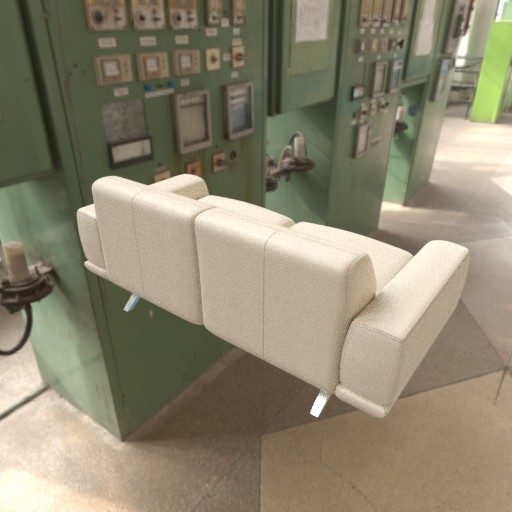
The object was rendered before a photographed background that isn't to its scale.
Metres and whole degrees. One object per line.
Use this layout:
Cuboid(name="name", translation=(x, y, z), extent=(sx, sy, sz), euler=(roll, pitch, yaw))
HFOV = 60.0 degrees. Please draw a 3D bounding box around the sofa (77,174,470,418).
Cuboid(name="sofa", translation=(0.000, 0.000, 2.339), extent=(1.901, 0.772, 0.900), euler=(20, 34, 32))
